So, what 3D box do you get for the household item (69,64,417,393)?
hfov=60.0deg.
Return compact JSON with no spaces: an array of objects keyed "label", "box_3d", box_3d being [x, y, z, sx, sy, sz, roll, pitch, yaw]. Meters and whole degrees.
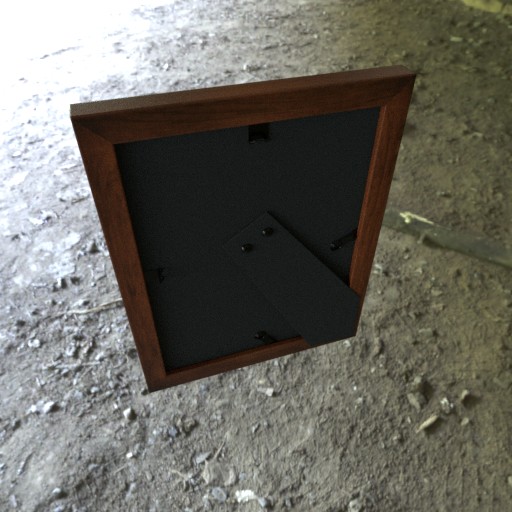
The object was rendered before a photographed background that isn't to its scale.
[{"label":"household item","box_3d":[0.000,0.000,0.332,0.200,0.250,0.020,-12,43,-14]}]
